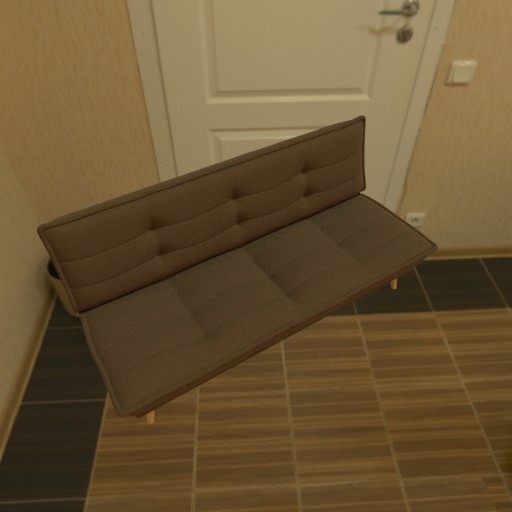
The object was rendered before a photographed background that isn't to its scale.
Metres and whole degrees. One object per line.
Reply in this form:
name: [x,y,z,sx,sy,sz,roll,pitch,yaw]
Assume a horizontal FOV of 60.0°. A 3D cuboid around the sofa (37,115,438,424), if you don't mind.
sofa: [0.000,0.000,2.460,1.940,0.890,0.950,-24,50,-22]
